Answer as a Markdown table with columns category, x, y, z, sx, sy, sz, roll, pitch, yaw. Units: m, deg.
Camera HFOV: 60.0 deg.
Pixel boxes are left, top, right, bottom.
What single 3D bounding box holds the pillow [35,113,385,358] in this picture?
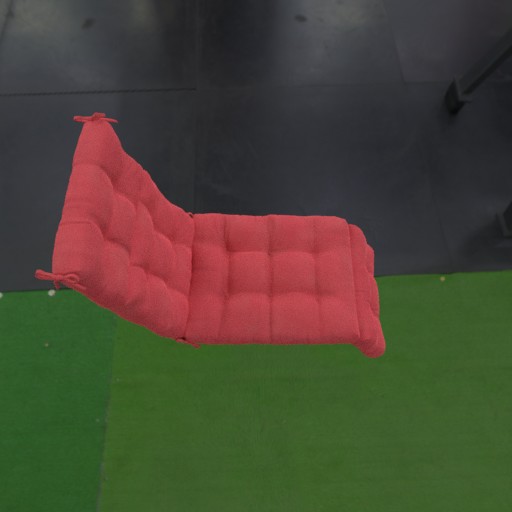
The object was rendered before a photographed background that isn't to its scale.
| category | x | y | z | sx | sy | sz | roll | pitch | yaw |
| --- | --- | --- | --- | --- | --- | --- | --- | --- | --- |
| pillow | 0.000 | 0.000 | 1.485 | 1.016 | 0.863 | 0.526 | 0 | 64 | 0 |
